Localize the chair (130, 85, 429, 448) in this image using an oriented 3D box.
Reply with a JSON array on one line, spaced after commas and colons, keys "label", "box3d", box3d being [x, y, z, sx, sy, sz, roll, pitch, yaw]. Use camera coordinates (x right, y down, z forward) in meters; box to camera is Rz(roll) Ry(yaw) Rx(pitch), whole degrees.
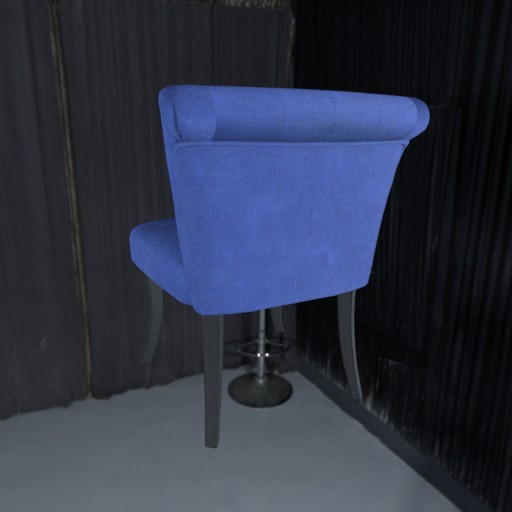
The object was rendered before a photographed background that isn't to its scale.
[{"label": "chair", "box3d": [0.000, 0.000, 1.131, 0.585, 0.753, 0.606, -8, 17, -26]}]
